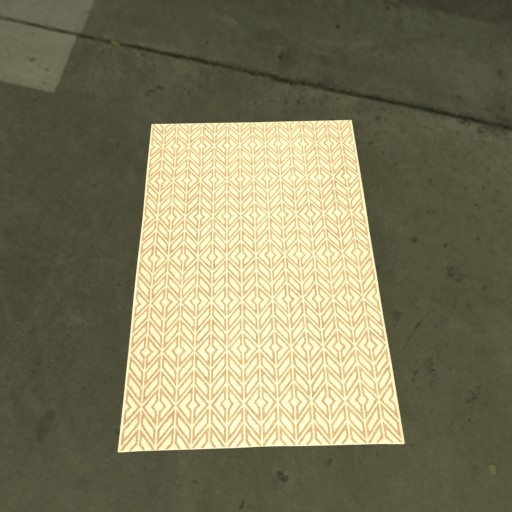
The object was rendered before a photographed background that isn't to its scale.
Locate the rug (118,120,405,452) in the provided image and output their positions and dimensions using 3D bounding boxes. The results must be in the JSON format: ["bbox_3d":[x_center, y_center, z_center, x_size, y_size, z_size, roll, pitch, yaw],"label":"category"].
[{"bbox_3d":[0.000,0.000,2.294,1.220,0.007,1.828,-1,63,-1],"label":"rug"}]
